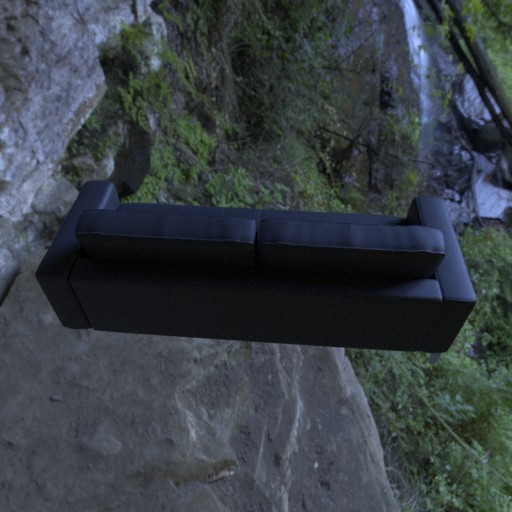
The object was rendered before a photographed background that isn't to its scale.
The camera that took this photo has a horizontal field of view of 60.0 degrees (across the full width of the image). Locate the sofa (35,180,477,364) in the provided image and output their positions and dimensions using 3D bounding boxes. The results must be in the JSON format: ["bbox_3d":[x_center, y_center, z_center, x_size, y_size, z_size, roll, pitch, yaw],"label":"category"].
[{"bbox_3d":[0.000,0.000,2.632,2.275,0.893,0.833,3,47,3],"label":"sofa"}]
